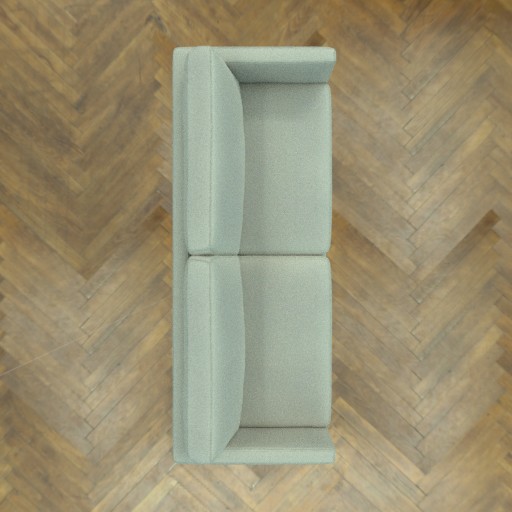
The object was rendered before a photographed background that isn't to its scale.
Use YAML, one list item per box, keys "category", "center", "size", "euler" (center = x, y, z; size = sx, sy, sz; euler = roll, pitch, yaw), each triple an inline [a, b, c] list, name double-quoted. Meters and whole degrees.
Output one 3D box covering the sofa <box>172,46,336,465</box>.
- category: "sofa"
  center: [0.000, 0.000, 2.752]
  size: [0.951, 0.968, 2.361]
  euler: [0, 90, 0]
